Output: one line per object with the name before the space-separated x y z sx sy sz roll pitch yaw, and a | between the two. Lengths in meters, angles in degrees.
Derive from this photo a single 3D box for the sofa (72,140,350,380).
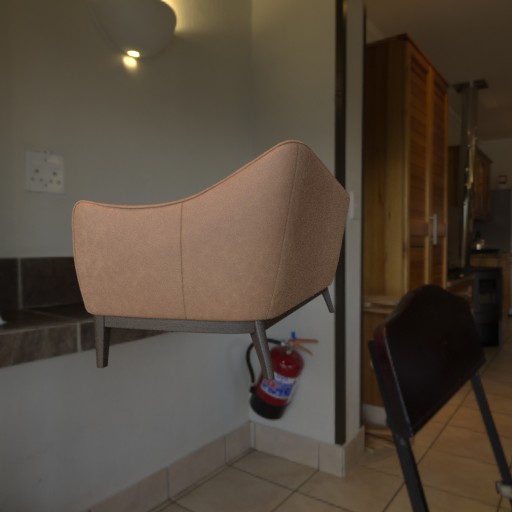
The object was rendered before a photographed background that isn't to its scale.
sofa | 0.000 0.000 2.413 0.869 0.830 1.928 0 1 17
